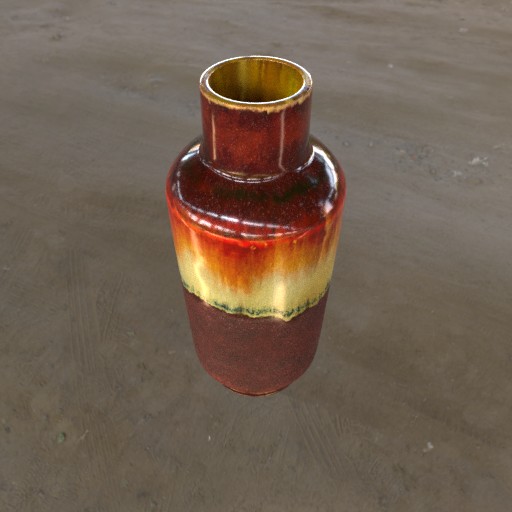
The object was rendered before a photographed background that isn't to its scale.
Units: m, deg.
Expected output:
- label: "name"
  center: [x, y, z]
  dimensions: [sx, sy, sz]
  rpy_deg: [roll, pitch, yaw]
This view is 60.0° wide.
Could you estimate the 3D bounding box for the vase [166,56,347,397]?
- label: "vase"
  center: [0.000, 0.000, 0.319]
  dimensions: [0.111, 0.261, 0.111]
  rpy_deg: [0, 47, 0]
